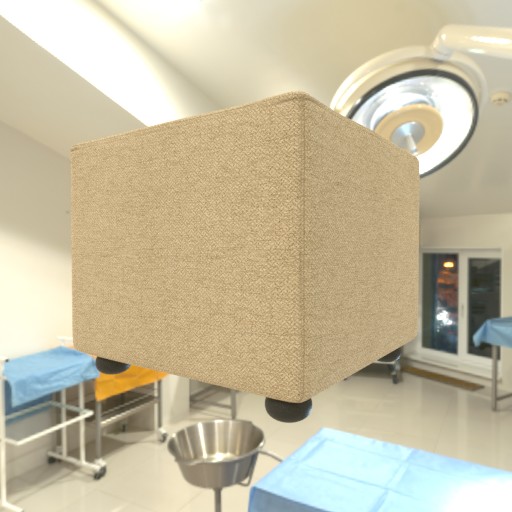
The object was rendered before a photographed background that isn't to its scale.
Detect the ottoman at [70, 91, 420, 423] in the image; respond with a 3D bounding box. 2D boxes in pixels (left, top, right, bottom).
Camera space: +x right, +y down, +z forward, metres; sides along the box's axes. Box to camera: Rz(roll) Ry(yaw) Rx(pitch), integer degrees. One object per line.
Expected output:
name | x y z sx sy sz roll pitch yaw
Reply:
ottoman | 0.000 0.000 0.868 0.508 0.432 0.508 1 1 36
